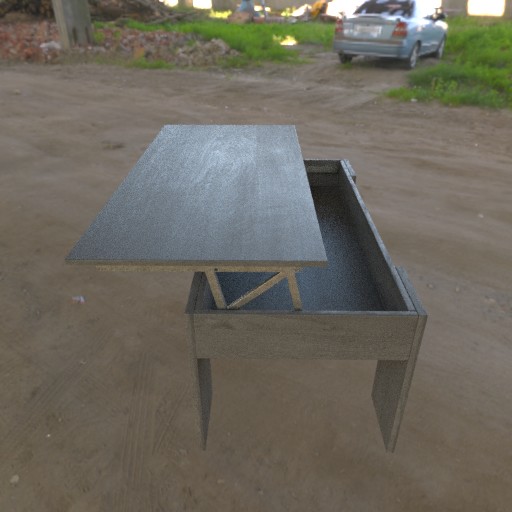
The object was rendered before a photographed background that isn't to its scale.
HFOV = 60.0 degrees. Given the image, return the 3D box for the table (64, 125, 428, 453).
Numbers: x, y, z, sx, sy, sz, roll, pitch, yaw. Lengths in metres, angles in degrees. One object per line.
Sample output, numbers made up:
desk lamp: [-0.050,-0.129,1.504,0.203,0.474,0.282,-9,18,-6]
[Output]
table: [0.000,0.000,1.406,0.711,0.570,1.000,0,31,1]
